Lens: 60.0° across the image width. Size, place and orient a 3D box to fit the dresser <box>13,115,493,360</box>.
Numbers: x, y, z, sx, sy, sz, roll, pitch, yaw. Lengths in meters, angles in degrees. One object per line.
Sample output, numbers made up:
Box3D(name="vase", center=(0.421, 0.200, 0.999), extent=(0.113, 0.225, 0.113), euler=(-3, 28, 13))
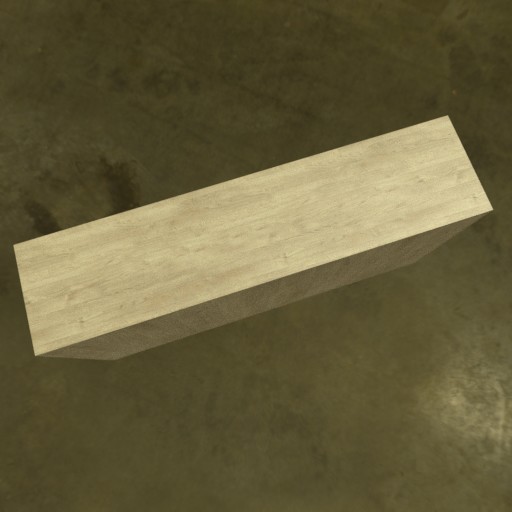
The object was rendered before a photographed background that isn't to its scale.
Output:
Box3D(name="dresser", center=(0.000, 0.000, 1.886), extent=(1.590, 0.795, 0.390), euler=(-18, 76, -4))
